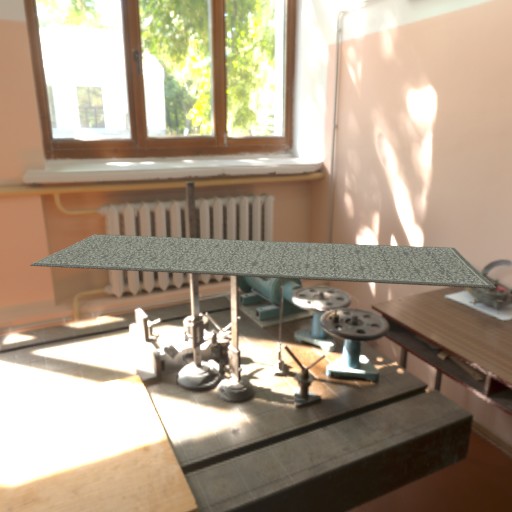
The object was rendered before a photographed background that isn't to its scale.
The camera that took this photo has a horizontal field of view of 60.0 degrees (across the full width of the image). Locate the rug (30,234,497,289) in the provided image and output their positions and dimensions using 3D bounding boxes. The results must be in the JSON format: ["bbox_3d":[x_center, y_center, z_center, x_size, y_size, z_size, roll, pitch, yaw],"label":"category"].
[{"bbox_3d":[0.000,0.000,2.377,2.196,0.011,0.662,2,16,8],"label":"rug"}]
